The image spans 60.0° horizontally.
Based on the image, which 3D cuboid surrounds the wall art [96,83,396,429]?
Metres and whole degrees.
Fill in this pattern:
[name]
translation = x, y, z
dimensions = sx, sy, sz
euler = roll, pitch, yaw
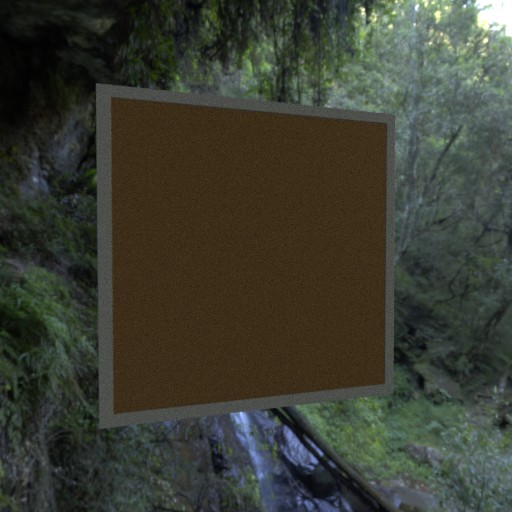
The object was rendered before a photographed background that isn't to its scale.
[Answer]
[wall art]
translation = 0.000, 0.000, 0.454
dimensions = 0.305, 0.305, 0.038
euler = -1, 2, -18
